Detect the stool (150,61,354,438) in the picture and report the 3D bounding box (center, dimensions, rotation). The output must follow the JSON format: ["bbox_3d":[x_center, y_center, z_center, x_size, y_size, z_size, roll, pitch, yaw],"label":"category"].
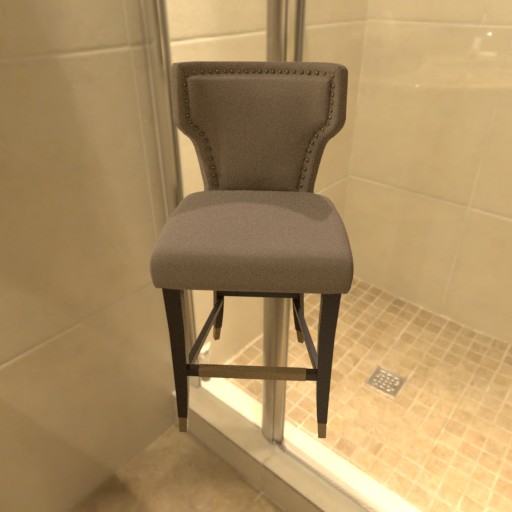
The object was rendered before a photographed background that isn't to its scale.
[{"bbox_3d":[0.000,0.000,1.405,0.526,1.092,0.563,2,31,3],"label":"stool"}]
